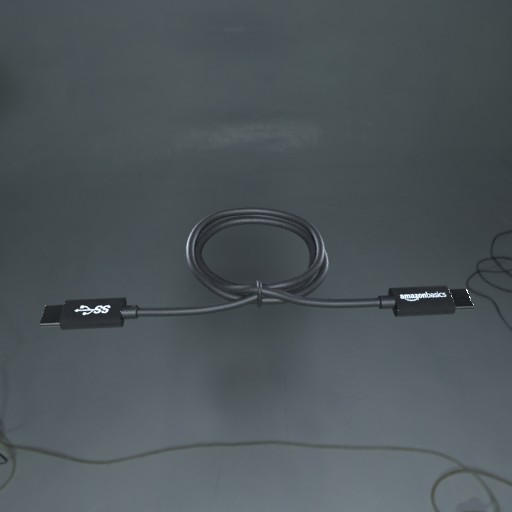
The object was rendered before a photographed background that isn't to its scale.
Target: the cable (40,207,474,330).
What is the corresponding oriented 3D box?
[{"bbox_3d":[0.000,0.000,0.209,0.186,0.014,0.070,-2,48,-2],"label":"cable"}]
